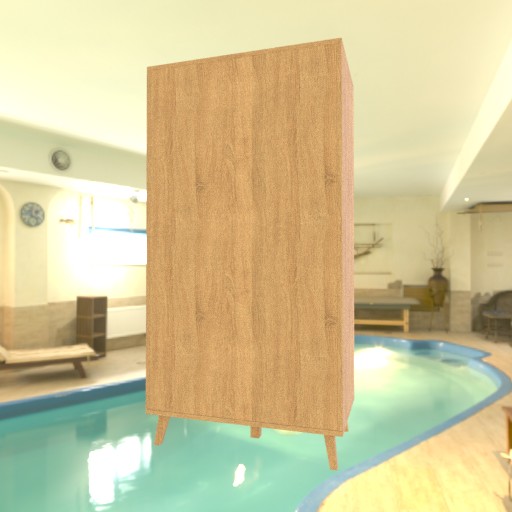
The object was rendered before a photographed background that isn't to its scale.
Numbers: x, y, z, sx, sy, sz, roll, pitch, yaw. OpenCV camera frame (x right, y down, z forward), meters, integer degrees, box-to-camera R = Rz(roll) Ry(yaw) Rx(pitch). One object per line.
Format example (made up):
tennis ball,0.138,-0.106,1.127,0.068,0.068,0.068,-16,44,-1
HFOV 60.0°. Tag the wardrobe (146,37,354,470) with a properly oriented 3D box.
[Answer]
wardrobe,0.000,0.000,2.422,1.000,1.960,0.600,0,-1,18
